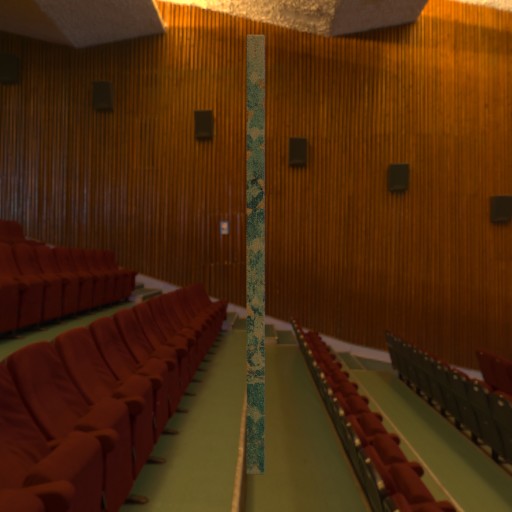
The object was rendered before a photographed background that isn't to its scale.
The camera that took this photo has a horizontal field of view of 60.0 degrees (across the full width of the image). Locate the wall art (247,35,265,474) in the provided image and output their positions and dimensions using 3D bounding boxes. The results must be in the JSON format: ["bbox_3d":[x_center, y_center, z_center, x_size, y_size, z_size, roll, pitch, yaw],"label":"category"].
[{"bbox_3d":[0.000,0.000,1.380,0.040,0.916,0.916,0,-1,0],"label":"wall art"}]
